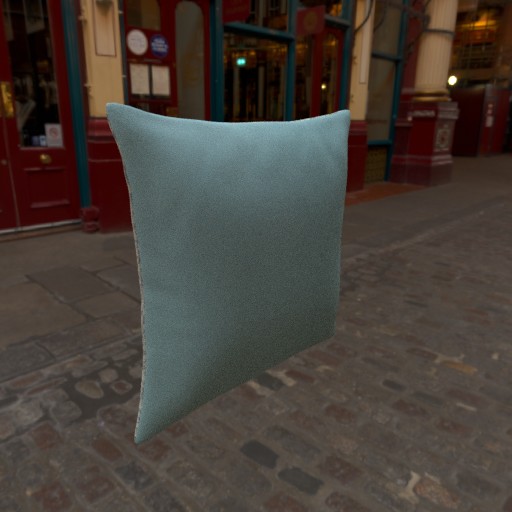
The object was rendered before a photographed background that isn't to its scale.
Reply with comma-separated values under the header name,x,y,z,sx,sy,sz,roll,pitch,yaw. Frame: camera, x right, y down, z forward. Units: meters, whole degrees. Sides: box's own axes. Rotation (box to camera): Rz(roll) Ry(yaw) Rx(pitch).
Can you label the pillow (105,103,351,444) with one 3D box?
name,x,y,z,sx,sy,sz,roll,pitch,yaw
pillow,0.000,0.000,0.794,0.526,0.507,0.166,-16,23,-42
